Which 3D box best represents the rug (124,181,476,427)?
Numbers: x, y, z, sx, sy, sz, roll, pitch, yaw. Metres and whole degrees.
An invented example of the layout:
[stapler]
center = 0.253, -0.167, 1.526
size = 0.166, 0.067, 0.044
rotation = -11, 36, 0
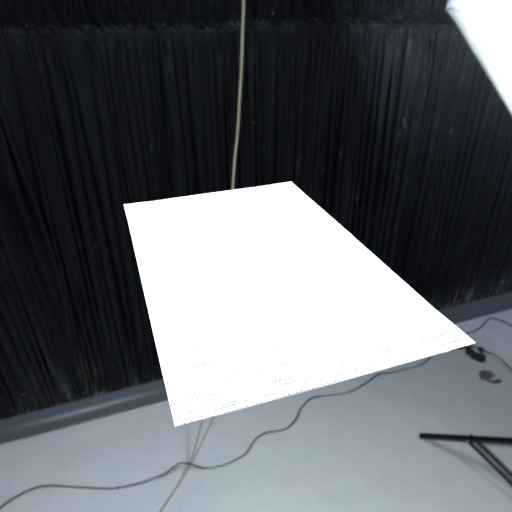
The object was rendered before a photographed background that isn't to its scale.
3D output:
[rug]
center = 0.000, 0.000, 2.231
size = 1.149, 0.021, 1.773
rotation = -10, 32, -16
